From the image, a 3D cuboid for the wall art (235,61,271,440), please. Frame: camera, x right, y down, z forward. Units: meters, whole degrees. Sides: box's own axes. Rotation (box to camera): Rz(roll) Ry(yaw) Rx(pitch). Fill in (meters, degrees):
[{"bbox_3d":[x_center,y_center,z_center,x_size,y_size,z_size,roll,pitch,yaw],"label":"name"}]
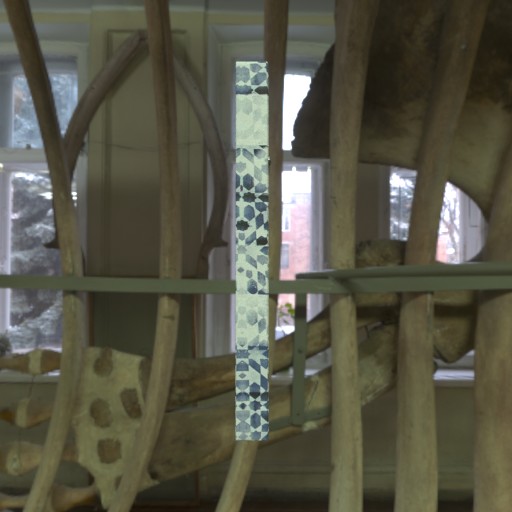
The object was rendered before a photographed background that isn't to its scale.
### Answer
[{"bbox_3d":[0.000,0.000,1.162,0.057,0.608,0.911,0,-1,1],"label":"wall art"}]
